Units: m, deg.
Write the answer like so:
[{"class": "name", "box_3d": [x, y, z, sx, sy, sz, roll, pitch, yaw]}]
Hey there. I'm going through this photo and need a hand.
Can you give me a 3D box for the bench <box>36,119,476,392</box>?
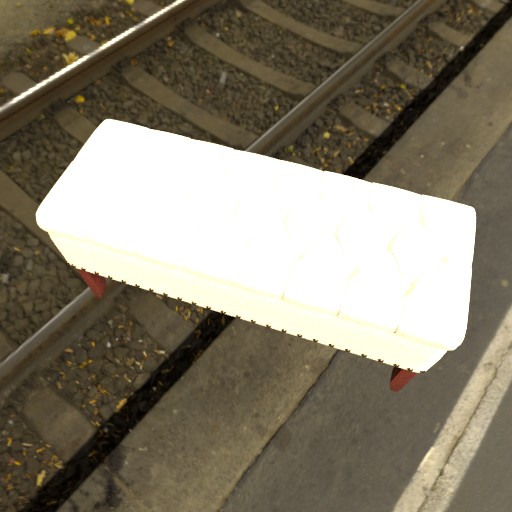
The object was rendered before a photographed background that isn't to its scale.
[{"class": "bench", "box_3d": [0.000, 0.000, 1.289, 1.054, 0.470, 0.400, 16, 60, 9]}]
